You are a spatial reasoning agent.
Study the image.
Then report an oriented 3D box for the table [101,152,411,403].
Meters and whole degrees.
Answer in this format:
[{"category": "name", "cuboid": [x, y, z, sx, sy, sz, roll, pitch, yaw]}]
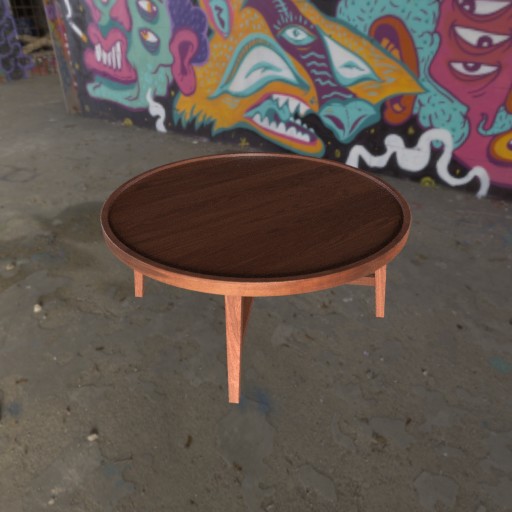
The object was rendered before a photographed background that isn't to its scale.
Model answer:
[{"category": "table", "cuboid": [0.000, 0.000, 1.283, 0.800, 0.360, 0.800, 0, 31, 0]}]
